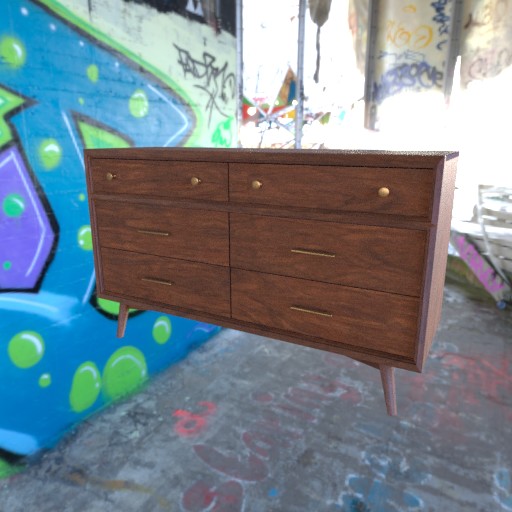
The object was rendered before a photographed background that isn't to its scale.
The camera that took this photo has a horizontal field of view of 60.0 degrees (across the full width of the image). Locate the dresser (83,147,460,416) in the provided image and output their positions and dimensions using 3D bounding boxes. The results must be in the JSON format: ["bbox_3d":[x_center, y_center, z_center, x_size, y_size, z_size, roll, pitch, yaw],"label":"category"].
[{"bbox_3d":[0.000,0.000,1.908,1.472,0.889,0.500,8,17,27],"label":"dresser"}]
